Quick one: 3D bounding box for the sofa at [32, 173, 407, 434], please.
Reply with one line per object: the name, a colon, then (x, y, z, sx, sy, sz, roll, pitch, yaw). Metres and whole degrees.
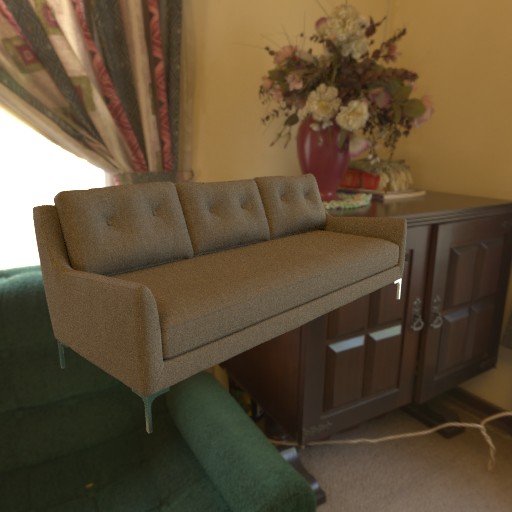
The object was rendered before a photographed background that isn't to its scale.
sofa: (0.000, 0.000, 2.490, 0.849, 0.837, 2.060, 13, 19, 42)
